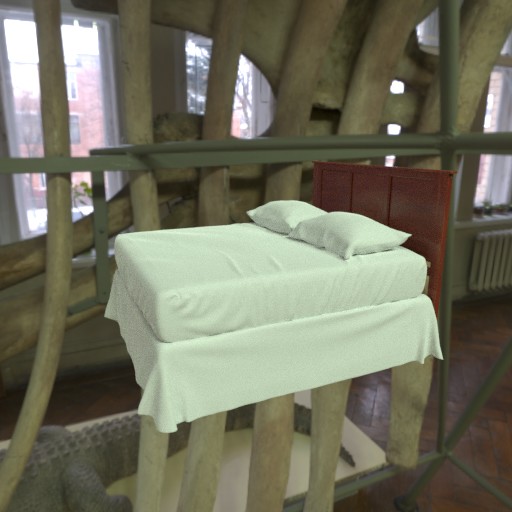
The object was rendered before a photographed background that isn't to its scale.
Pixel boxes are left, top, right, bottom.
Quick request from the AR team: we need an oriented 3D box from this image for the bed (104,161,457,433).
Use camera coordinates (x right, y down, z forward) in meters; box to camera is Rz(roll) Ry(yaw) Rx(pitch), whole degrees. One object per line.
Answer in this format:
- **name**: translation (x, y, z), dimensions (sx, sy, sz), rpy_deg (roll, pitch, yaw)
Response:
- **bed**: translation (0.000, 0.000, 3.261), dimensions (2.050, 1.270, 1.870), rpy_deg (-7, 16, -24)
